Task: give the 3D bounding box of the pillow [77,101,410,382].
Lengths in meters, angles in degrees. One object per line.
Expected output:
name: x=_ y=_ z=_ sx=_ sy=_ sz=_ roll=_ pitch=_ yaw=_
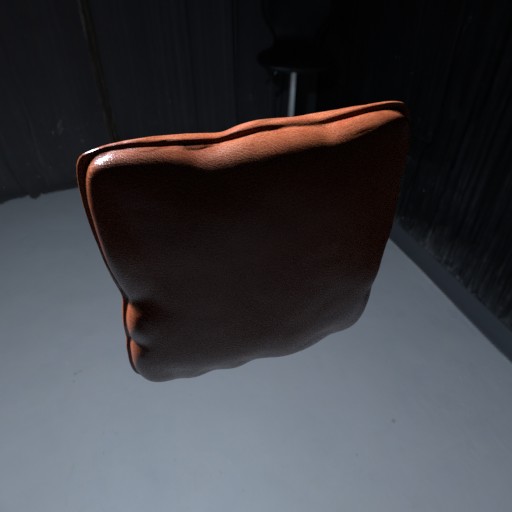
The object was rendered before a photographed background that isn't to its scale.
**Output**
pillow: x=0.000 y=0.000 z=0.814 sx=0.532 sy=0.523 sz=0.236 roll=-13 pitch=43 yaw=-15
